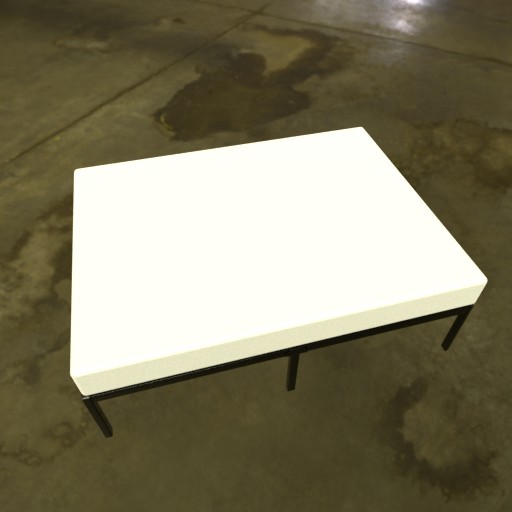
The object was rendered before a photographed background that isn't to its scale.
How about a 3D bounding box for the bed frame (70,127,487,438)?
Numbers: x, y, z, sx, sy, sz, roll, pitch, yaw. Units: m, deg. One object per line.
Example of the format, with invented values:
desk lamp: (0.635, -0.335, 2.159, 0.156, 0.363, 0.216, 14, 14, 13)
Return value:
bed frame: (0.000, 0.000, 2.797, 2.072, 0.659, 1.557, -11, 48, -10)
